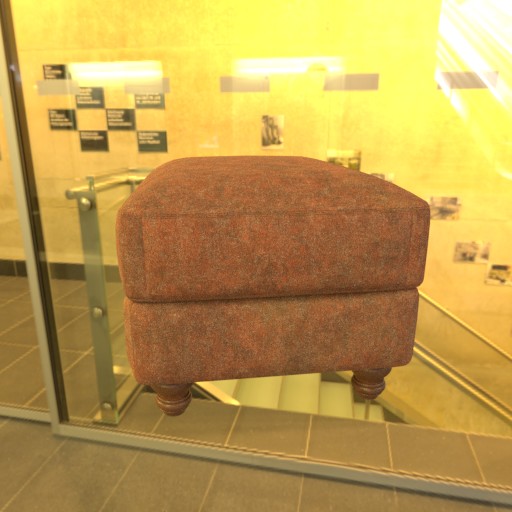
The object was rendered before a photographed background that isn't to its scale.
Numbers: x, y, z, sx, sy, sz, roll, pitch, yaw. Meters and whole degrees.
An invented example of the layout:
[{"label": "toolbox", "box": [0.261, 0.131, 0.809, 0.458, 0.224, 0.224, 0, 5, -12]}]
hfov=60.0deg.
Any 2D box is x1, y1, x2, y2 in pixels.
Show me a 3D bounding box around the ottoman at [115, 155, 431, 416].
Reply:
[{"label": "ottoman", "box": [0.000, 0.000, 1.192, 0.635, 0.508, 0.787, -2, 17, -7]}]
